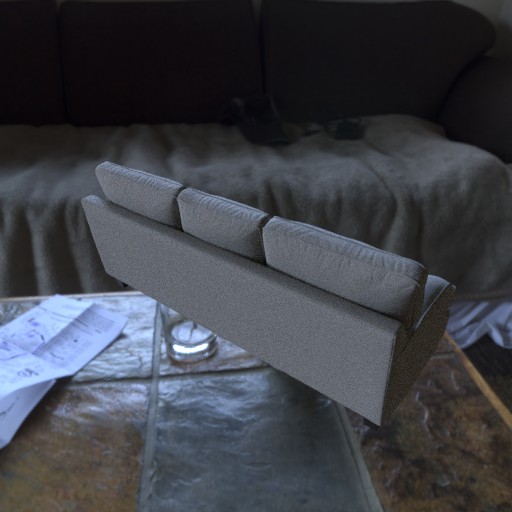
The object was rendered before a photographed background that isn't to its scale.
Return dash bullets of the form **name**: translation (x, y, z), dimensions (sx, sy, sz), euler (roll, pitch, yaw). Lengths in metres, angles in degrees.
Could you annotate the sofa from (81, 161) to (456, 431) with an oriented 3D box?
- **sofa**: translation (0.000, 0.000, 2.907), dimensions (2.323, 0.997, 1.016), euler (22, 37, 32)
